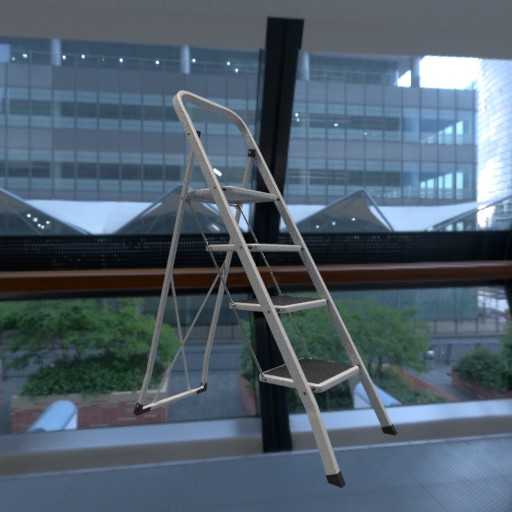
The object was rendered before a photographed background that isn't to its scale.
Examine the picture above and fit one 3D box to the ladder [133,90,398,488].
[{"bbox_3d":[0.000,0.000,1.661,0.914,1.265,0.460,0,0,36],"label":"ladder"}]
